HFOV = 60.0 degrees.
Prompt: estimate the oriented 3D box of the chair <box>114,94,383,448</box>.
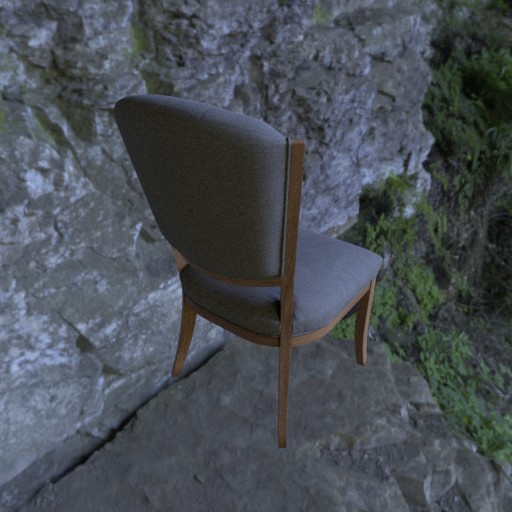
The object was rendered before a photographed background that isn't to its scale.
[{"bbox_3d":[0.000,0.000,1.214,0.513,0.905,0.584,21,36,32],"label":"chair"}]
